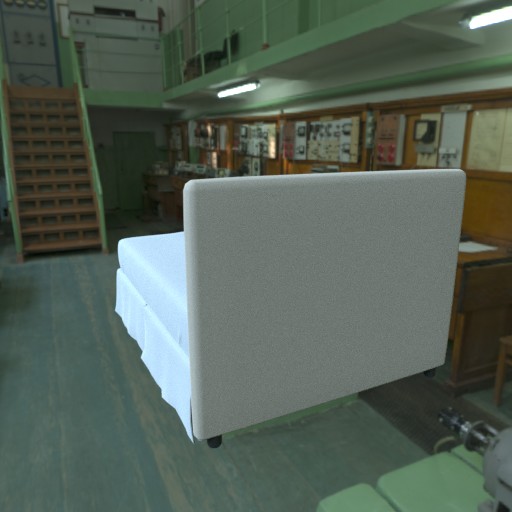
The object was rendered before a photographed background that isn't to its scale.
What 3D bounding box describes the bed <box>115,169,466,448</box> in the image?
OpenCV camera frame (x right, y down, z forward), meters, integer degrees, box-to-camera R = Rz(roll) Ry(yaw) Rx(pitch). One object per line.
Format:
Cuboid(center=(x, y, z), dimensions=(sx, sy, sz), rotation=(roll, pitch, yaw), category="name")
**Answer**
Cuboid(center=(0.000, 0.000, 3.249), dimensions=(1.748, 1.330, 2.142), rotation=(-7, 16, -26), category="bed")
